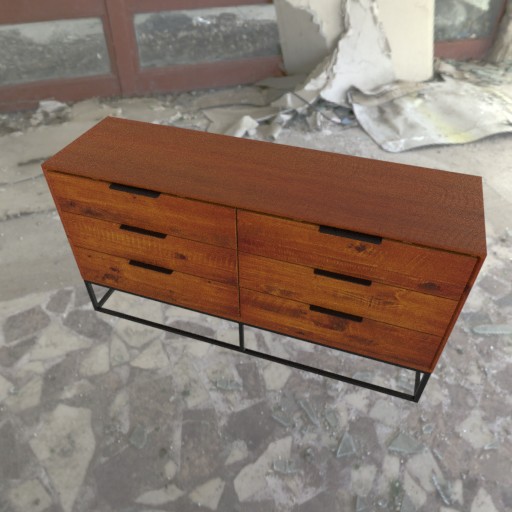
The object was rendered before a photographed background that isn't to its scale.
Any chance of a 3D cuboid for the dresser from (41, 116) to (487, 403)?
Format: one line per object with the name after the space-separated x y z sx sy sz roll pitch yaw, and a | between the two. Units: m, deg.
0.000 0.000 1.863 1.536 0.810 0.464 13 43 14 | dresser
